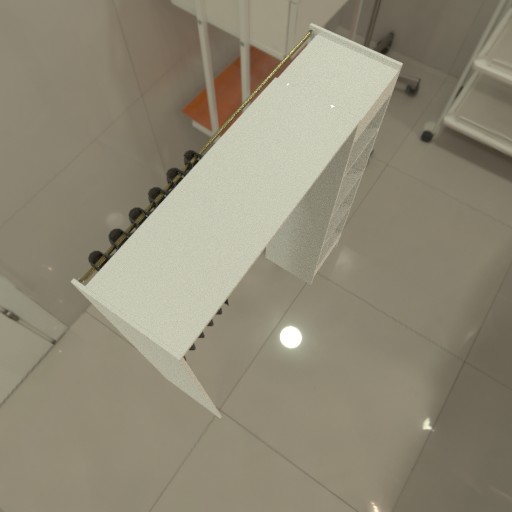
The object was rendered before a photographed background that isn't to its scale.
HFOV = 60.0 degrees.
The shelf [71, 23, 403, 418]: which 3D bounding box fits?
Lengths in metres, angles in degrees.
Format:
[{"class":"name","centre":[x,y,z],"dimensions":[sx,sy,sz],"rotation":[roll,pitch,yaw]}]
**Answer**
[{"class":"shelf","centre":[0.000,0.000,2.568],"dimensions":[0.500,1.810,1.600],"rotation":[32,68,14]}]
